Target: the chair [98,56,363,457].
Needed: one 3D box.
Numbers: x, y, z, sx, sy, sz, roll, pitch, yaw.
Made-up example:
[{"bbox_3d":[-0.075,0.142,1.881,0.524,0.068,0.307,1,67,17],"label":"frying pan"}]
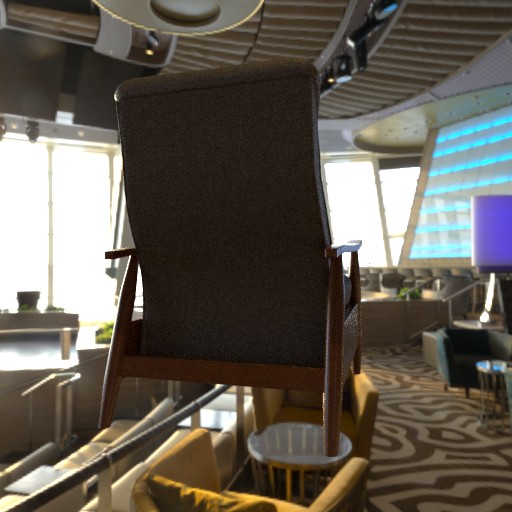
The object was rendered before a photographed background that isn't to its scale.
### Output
[{"bbox_3d":[0.000,0.000,1.742,0.762,1.081,1.014,0,-2,17],"label":"chair"}]
